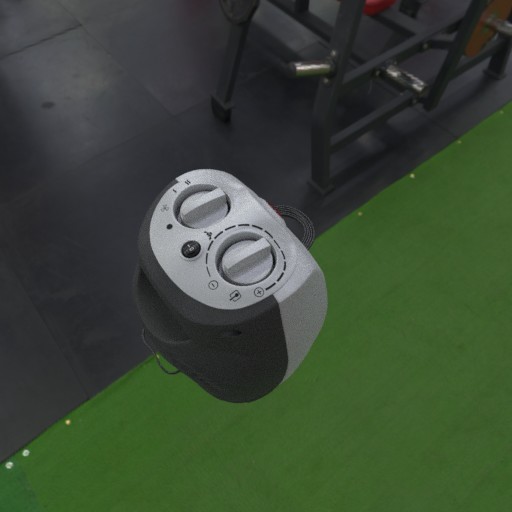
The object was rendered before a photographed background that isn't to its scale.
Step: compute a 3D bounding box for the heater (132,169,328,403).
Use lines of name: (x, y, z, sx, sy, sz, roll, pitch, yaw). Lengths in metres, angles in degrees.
heater: (0.000, 0.000, 0.480, 0.291, 0.255, 0.239, -32, 64, -18)
